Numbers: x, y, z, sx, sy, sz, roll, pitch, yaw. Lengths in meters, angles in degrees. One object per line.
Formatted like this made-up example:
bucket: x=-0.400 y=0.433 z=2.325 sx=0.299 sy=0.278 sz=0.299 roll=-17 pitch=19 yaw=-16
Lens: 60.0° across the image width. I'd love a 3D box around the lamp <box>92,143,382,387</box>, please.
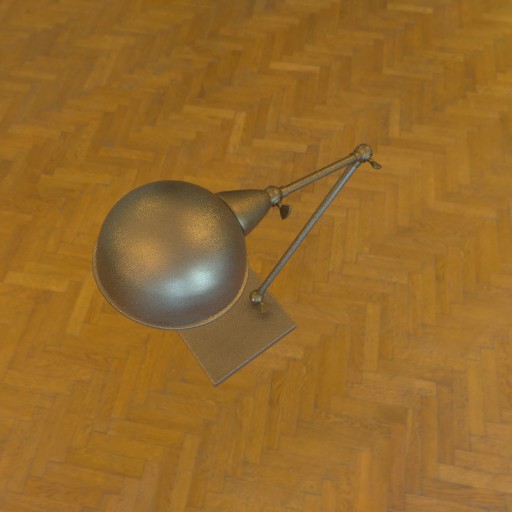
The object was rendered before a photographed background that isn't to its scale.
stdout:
lamp: x=0.000 y=0.000 z=0.550 sx=0.339 sy=0.371 sz=0.149 roll=-33 pitch=68 yaw=-15
